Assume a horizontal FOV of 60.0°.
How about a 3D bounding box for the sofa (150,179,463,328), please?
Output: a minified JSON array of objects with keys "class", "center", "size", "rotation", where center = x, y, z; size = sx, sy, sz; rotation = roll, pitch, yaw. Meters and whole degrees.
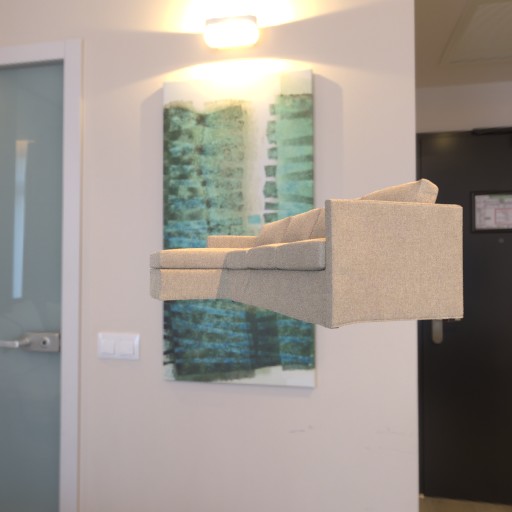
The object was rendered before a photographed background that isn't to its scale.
[{"class":"sofa","center":[0.000,0.000,3.975],"size":[1.638,0.920,3.198],"rotation":[1,-2,-19]}]
